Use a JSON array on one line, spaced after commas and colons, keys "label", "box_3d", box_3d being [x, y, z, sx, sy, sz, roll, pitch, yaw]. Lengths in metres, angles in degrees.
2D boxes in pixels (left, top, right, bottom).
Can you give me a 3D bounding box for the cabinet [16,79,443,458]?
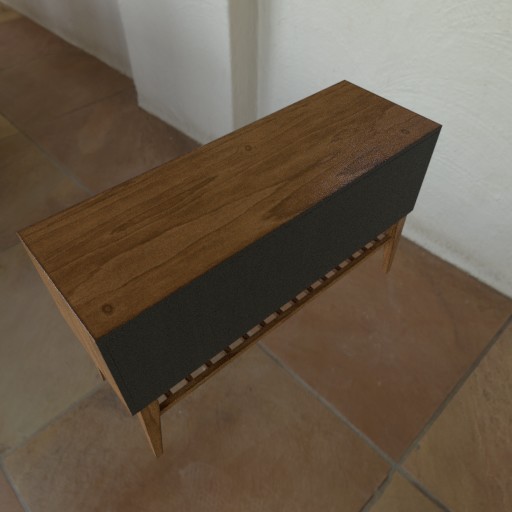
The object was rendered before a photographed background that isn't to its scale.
[{"label": "cabinet", "box_3d": [0.000, 0.000, 1.705, 1.363, 0.802, 0.477, -33, 55, -26]}]
